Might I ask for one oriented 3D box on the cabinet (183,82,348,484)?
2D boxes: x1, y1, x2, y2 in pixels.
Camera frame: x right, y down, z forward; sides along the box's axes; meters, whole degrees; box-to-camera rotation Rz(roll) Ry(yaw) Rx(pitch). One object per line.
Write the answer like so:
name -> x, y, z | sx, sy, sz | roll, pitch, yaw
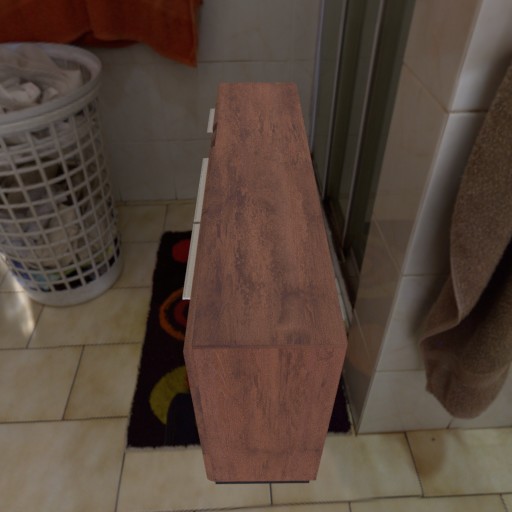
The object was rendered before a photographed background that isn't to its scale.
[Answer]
cabinet -> 0.000, 0.000, 1.949 | 0.420, 0.900, 1.600 | 0, 43, 0
